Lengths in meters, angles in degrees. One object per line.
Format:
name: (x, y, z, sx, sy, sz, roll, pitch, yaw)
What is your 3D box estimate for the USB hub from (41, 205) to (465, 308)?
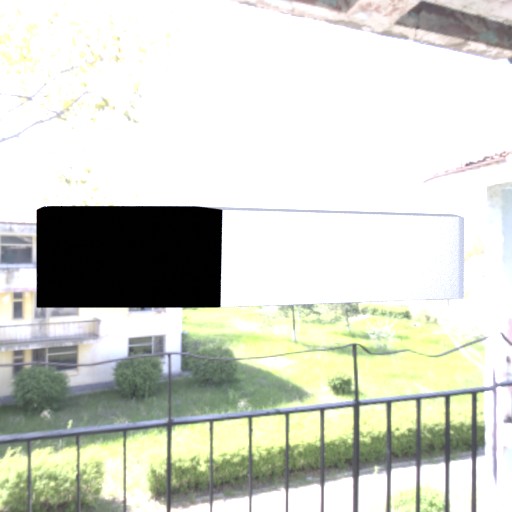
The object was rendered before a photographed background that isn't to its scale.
USB hub: (0.000, 0.000, 0.125, 0.110, 0.023, 0.044, 0, 0, -17)
